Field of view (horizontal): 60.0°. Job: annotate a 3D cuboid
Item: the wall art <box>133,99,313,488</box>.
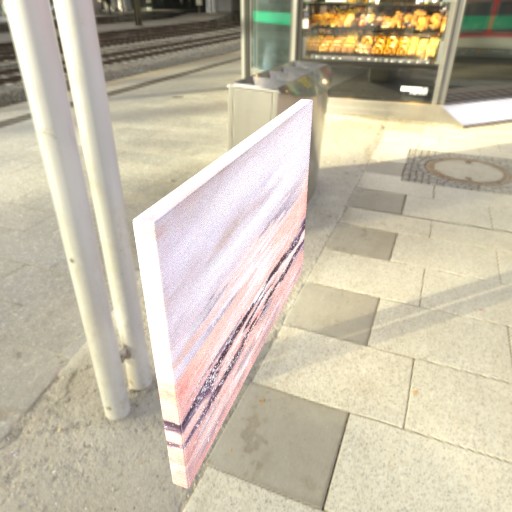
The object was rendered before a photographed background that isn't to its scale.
[{"bbox_3d":[0.000,0.000,1.137,0.038,0.609,0.913,10,32,17],"label":"wall art"}]
